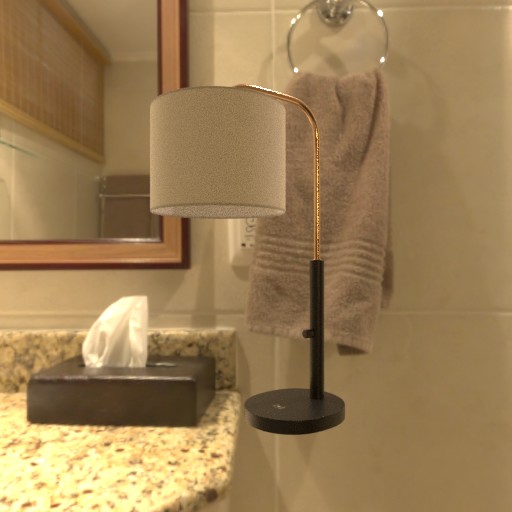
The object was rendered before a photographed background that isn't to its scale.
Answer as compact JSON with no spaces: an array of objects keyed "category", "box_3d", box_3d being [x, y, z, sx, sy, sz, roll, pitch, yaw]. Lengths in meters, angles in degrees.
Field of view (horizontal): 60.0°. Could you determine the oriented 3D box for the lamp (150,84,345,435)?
[{"category":"lamp","box_3d":[0.000,0.000,0.703,0.337,0.540,0.199,0,0,-36]}]
